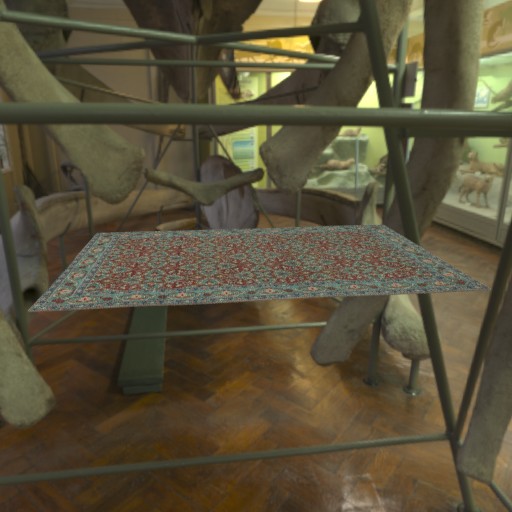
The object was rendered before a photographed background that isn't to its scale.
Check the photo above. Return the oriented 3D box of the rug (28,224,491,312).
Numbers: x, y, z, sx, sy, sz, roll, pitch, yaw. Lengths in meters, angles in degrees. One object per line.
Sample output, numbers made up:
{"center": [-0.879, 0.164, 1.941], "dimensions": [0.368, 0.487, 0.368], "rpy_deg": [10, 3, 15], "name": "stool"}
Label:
{"center": [0.000, 0.000, 3.034], "dimensions": [2.439, 0.011, 1.533], "rpy_deg": [-2, 18, -6], "name": "rug"}
